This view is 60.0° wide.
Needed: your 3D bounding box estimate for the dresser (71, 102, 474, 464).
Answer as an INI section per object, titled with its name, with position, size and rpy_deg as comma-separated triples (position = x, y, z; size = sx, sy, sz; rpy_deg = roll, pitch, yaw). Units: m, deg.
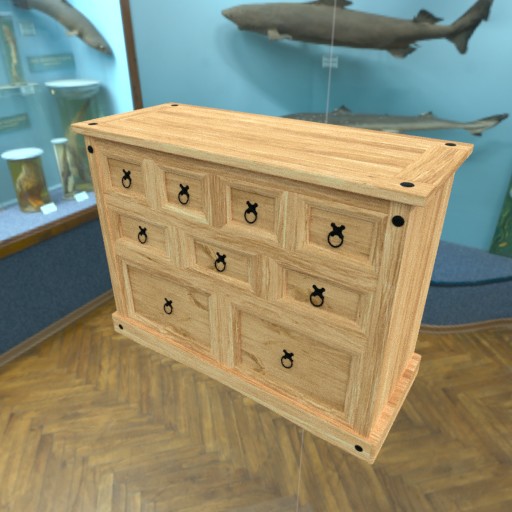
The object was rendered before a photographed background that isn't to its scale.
[dresser]
position = 0.000, 0.000, 1.338
size = 0.990, 0.740, 0.410
rpy_deg = 18, 34, 29
